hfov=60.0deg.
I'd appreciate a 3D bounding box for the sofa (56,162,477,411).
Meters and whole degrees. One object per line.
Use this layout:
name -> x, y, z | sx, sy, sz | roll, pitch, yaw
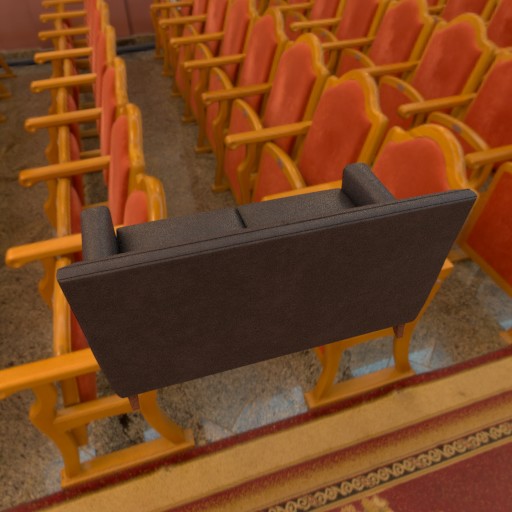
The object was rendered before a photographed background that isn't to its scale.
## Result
sofa -> 0.000, 0.000, 2.026 | 1.473, 0.871, 0.787 | -12, 43, -13
